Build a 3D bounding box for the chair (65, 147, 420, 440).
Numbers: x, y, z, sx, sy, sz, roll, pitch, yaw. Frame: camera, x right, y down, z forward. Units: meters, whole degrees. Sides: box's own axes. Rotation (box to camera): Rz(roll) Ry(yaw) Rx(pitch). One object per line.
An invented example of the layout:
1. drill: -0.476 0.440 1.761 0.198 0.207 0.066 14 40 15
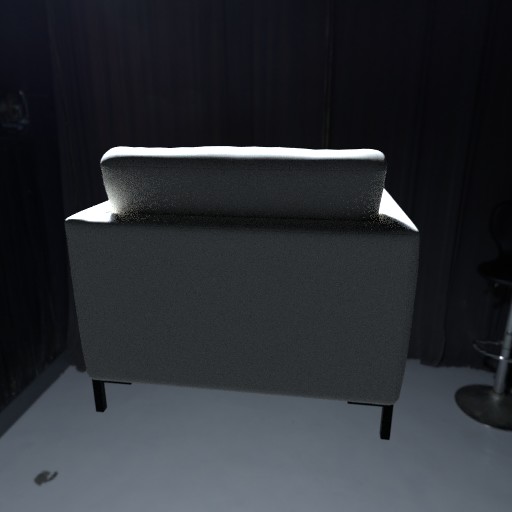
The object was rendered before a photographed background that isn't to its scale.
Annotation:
1. chair: 0.000 0.000 1.605 0.964 0.806 0.875 3 18 8
